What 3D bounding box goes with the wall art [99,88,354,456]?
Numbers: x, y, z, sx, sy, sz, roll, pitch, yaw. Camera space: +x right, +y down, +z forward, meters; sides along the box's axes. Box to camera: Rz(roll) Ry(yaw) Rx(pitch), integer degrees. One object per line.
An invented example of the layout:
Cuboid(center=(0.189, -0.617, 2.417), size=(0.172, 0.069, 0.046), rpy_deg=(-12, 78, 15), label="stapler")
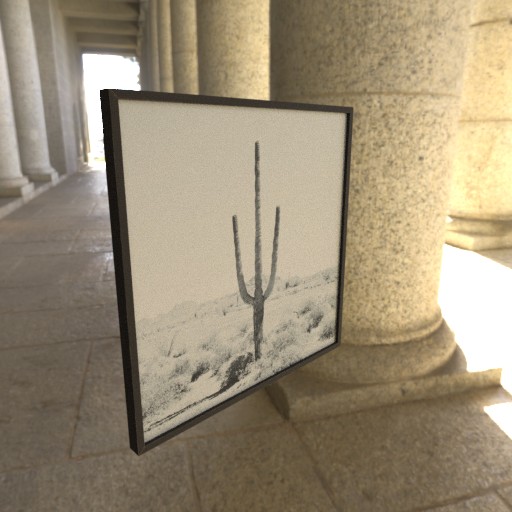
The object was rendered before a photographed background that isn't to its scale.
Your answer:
Cuboid(center=(0.000, 0.000, 1.147), size=(0.762, 0.762, 0.038), rpy_deg=(-14, 21, -43), label="wall art")
